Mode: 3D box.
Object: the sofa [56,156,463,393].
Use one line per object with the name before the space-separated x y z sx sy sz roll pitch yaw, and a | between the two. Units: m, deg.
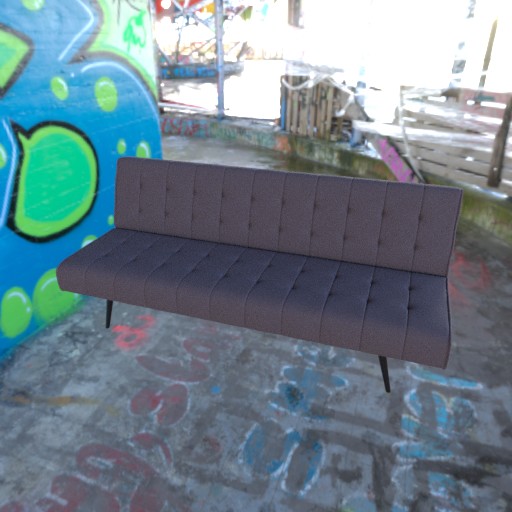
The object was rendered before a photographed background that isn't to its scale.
sofa | 0.000 0.000 2.088 1.703 0.699 0.747 9 28 17
